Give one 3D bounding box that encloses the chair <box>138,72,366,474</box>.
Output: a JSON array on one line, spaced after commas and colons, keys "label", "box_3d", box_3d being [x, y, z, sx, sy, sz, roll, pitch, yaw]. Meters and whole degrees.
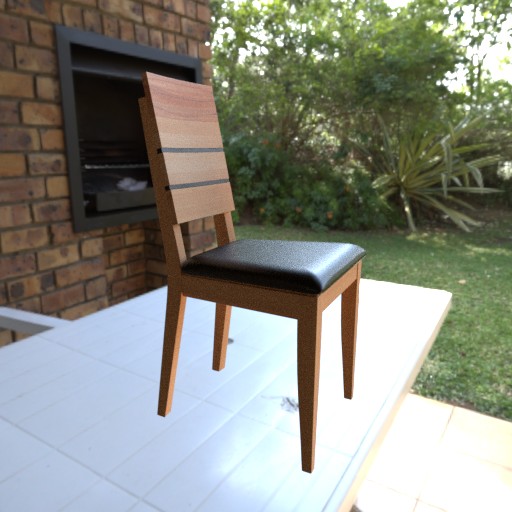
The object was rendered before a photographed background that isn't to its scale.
[{"label": "chair", "box_3d": [0.000, 0.000, 1.221, 0.520, 0.940, 0.410, 7, 15, 26]}]
